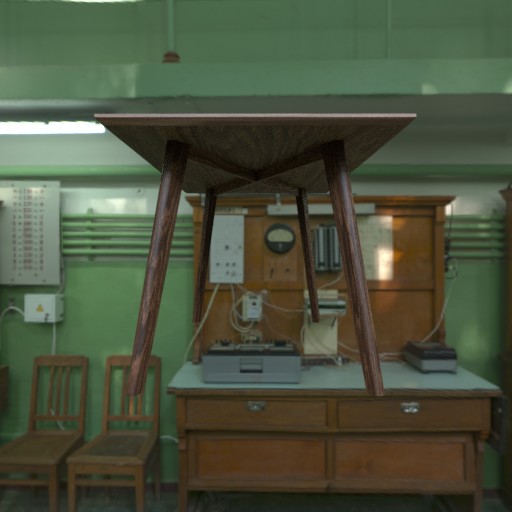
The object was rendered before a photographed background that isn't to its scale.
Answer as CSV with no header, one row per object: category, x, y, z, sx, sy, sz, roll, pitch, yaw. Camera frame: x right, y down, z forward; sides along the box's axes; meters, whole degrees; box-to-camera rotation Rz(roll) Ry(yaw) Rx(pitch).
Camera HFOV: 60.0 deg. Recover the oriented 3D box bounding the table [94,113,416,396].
table,0.000,0.000,1.780,0.801,0.724,1.349,0,1,0
